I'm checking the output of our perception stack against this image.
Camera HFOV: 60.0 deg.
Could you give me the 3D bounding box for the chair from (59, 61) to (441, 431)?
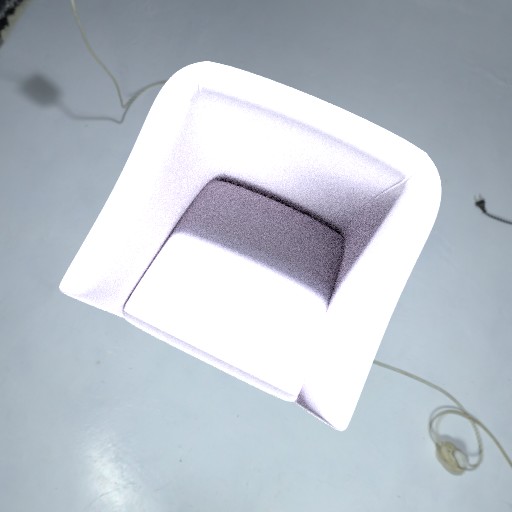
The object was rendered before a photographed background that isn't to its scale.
[{"bbox_3d":[0.000,0.000,1.352,0.790,0.720,0.700,25,77,6],"label":"chair"}]
